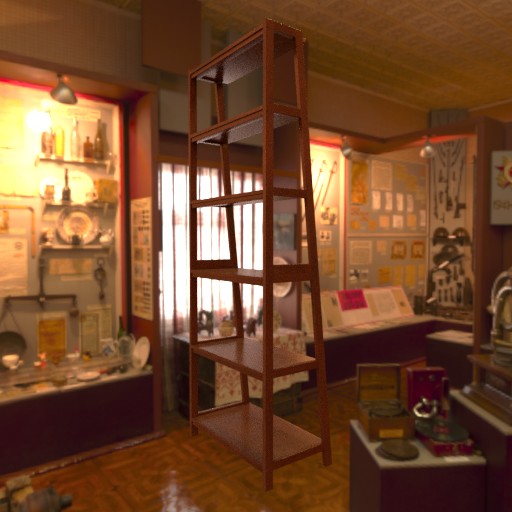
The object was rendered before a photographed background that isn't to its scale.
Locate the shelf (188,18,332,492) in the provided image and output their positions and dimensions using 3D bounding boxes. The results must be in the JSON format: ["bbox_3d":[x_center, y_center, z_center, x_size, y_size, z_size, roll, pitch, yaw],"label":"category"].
[{"bbox_3d":[0.000,0.000,2.143,0.382,1.892,0.660,-1,2,-36],"label":"shelf"}]
